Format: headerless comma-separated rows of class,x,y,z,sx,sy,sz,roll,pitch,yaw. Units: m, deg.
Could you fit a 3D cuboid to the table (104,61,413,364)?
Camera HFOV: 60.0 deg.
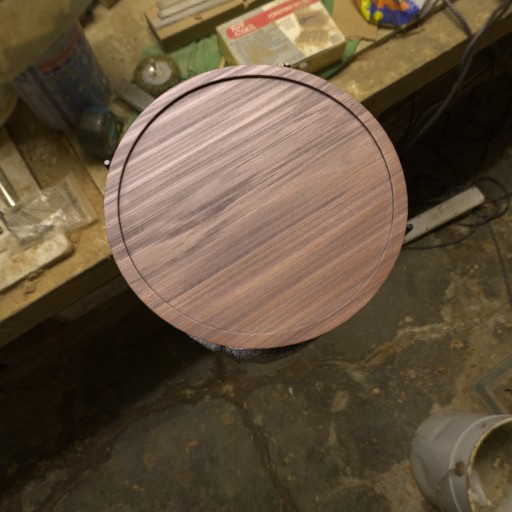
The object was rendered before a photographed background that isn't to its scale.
table,0.000,0.000,0.864,0.400,0.623,0.400,-31,78,-8
